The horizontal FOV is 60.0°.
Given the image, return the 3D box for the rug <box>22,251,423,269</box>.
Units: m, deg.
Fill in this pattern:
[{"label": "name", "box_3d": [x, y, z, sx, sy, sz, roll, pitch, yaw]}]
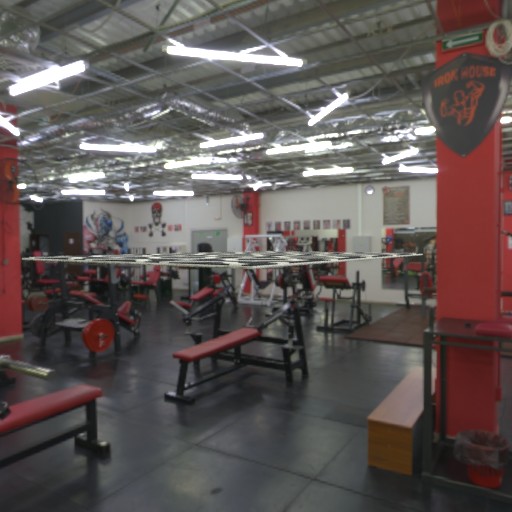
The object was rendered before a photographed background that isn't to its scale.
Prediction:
[{"label": "rug", "box_3d": [0.000, 0.000, 2.932, 1.555, 0.016, 2.286, 1, 2, 35]}]
